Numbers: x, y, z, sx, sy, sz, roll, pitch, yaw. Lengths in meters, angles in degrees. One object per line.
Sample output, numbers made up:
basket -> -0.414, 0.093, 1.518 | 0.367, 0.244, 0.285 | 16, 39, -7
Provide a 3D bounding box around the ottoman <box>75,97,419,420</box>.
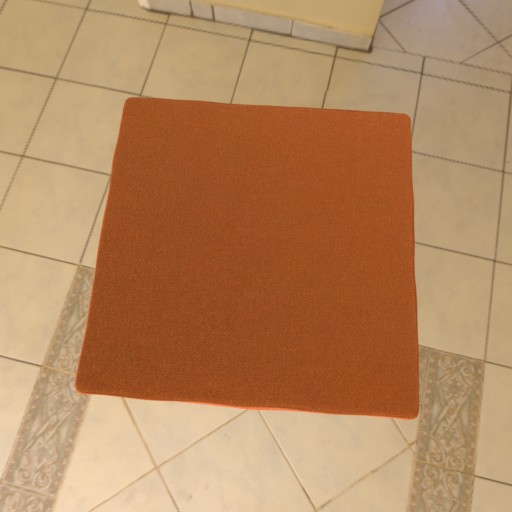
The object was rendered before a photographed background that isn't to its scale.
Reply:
ottoman -> 0.000, 0.000, 1.538 | 0.999, 0.438, 0.997 | 4, 74, 1
